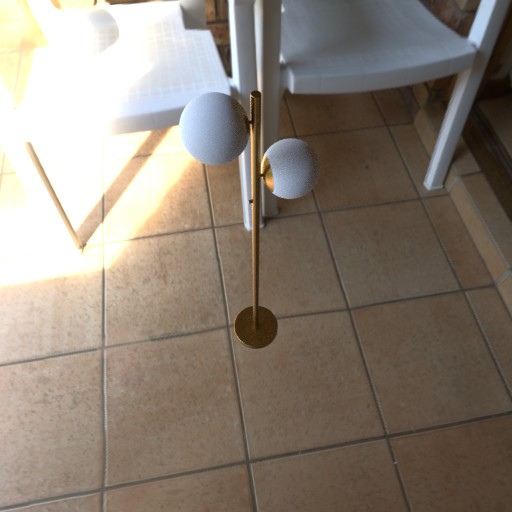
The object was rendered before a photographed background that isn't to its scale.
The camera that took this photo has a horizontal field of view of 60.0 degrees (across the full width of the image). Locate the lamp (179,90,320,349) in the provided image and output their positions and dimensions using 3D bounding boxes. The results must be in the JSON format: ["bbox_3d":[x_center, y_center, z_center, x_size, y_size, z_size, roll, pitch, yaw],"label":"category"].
[{"bbox_3d":[0.000,0.000,1.833,0.419,1.641,0.249,-14,61,-8],"label":"lamp"}]
